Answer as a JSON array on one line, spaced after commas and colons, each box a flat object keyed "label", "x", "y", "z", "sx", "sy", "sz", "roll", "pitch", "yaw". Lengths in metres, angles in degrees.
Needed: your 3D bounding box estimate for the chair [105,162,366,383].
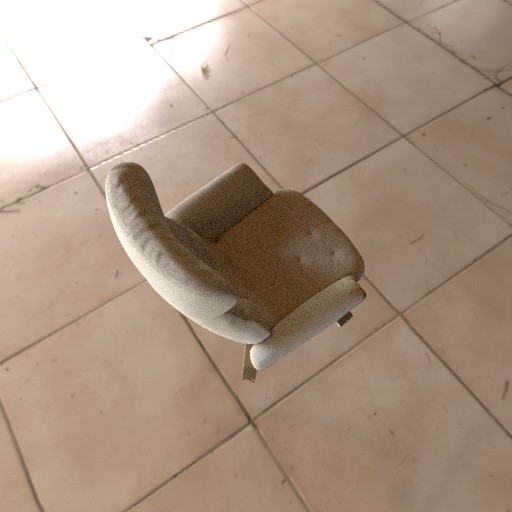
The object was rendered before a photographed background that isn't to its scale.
[{"label": "chair", "x": 0.000, "y": 0.000, "z": 1.664, "sx": 0.837, "sy": 0.995, "sz": 0.785, "roll": -31, "pitch": 64, "yaw": -17}]
